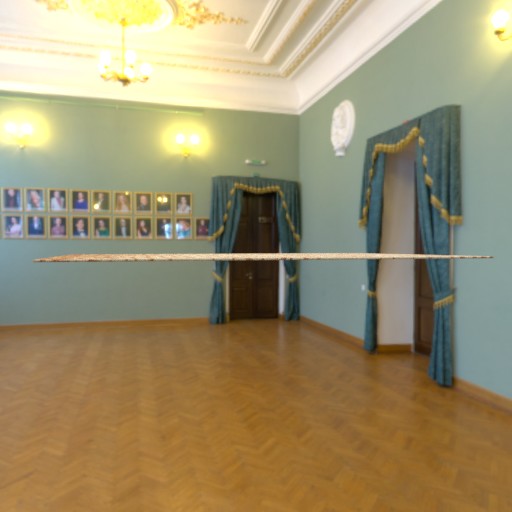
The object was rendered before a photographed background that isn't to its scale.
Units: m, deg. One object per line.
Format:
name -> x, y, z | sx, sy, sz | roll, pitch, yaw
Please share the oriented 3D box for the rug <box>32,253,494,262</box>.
rug -> 0.000, 0.000, 2.951 | 2.435, 0.011, 1.517 | 0, 1, -17
